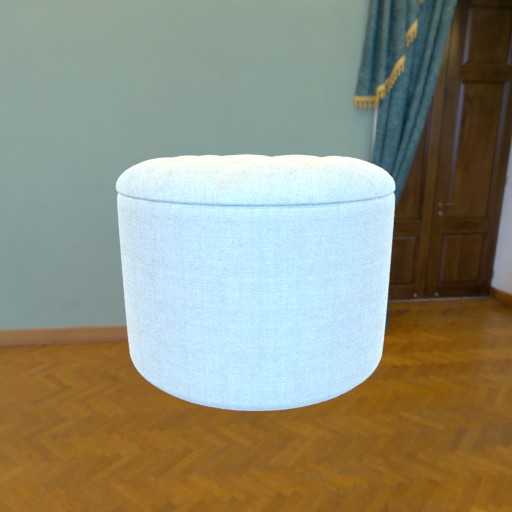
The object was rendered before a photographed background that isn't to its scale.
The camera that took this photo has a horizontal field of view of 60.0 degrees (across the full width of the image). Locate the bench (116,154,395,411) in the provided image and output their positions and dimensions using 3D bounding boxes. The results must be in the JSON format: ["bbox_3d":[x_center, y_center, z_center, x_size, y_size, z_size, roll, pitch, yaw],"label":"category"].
[{"bbox_3d":[0.000,0.000,1.033,0.600,0.453,0.600,0,15,0],"label":"bench"}]
